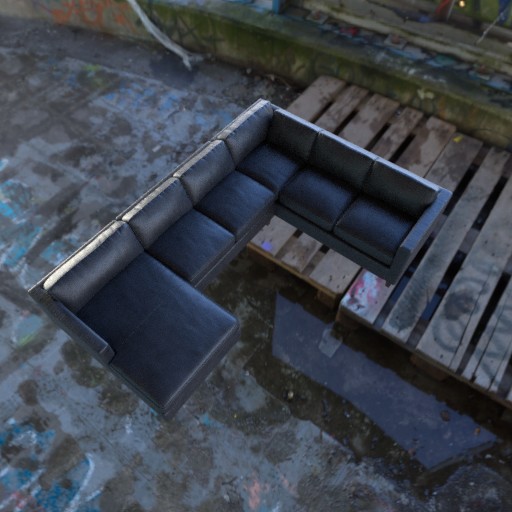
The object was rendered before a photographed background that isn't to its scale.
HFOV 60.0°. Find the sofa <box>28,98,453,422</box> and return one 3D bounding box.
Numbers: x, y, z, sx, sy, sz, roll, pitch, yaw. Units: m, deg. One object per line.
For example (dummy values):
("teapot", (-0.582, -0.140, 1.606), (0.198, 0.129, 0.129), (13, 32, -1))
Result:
("sofa", (0.000, 0.000, 4.379), (2.452, 0.891, 3.324), (33, 62, 20))
